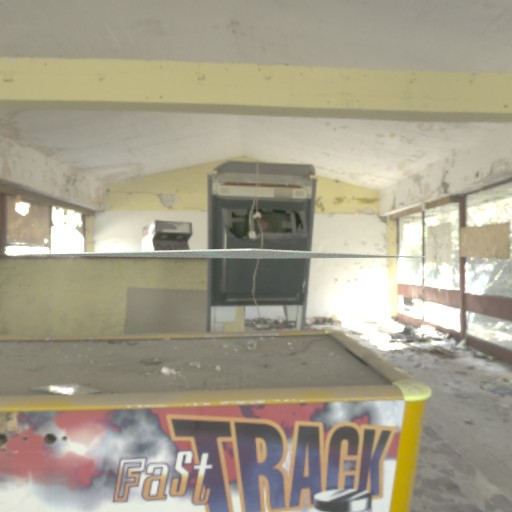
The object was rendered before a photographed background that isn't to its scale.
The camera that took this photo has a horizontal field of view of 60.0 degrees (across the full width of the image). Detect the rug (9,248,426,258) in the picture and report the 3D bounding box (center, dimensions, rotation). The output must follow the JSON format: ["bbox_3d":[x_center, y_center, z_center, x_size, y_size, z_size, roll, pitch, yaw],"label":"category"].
[{"bbox_3d":[0.000,0.000,2.801,1.524,0.006,2.286,-1,-1,34],"label":"rug"}]
